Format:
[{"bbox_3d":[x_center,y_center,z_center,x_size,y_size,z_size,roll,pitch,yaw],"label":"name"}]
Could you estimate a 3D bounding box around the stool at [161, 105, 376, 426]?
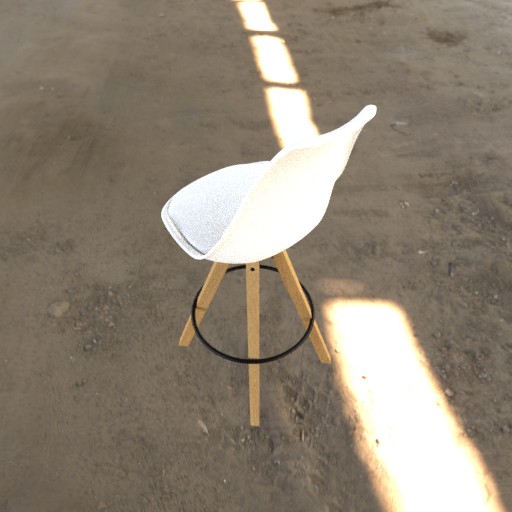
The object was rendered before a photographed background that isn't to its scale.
[{"bbox_3d":[0.000,0.000,1.393,0.482,1.115,0.549,-32,53,-28],"label":"stool"}]
